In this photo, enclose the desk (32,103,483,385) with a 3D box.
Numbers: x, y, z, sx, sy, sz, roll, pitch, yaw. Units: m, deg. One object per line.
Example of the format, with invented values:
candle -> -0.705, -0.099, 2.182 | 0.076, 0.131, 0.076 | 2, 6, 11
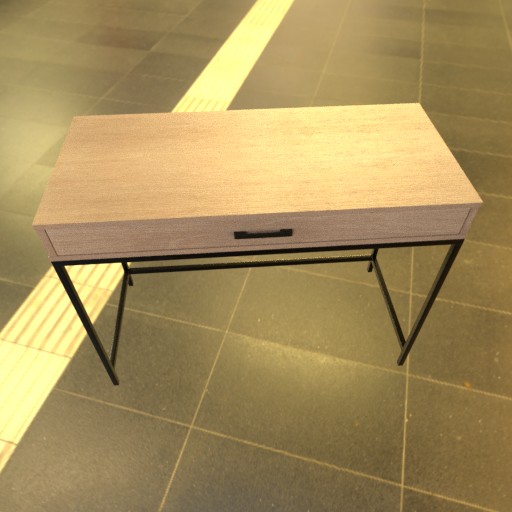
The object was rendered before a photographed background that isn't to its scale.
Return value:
desk -> 0.000, 0.000, 1.424 | 1.016, 0.762, 0.470 | -3, 47, -3
